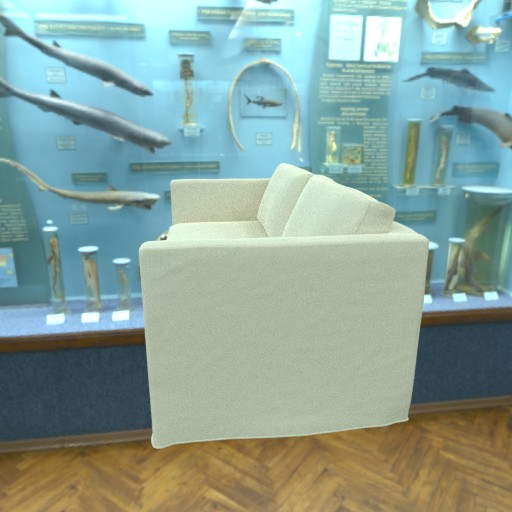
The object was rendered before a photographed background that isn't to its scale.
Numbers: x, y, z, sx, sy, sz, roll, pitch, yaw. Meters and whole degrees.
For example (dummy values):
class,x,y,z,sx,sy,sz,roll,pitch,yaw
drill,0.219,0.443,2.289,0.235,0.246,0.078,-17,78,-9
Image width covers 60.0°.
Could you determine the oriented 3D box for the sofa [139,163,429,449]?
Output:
class,x,y,z,sx,sy,sz,roll,pitch,yaw
sofa,0.000,0.000,2.281,0.962,0.834,1.746,-2,17,-7
